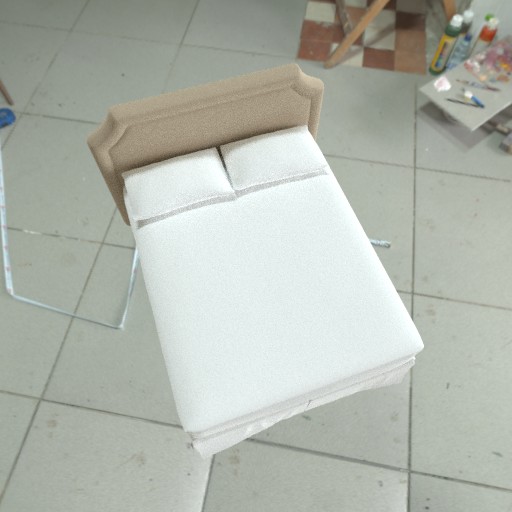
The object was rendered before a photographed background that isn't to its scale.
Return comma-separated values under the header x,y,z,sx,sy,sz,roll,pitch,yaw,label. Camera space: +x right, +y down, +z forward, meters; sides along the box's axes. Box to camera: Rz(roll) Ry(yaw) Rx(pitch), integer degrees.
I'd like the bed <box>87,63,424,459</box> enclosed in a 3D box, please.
x,y,z,sx,sy,sz,roll,pitch,yaw,label
0.000,0.000,3.190,1.828,1.301,2.204,-17,63,-9,bed
